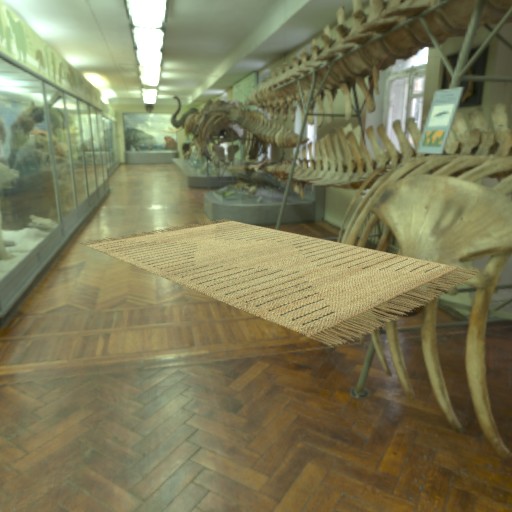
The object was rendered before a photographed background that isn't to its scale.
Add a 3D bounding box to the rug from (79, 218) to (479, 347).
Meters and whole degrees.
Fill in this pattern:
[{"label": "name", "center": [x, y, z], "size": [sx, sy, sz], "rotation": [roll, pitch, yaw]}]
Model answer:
[{"label": "rug", "center": [0.000, 0.000, 2.568], "size": [1.224, 0.027, 2.085], "rotation": [-14, 20, -42]}]
